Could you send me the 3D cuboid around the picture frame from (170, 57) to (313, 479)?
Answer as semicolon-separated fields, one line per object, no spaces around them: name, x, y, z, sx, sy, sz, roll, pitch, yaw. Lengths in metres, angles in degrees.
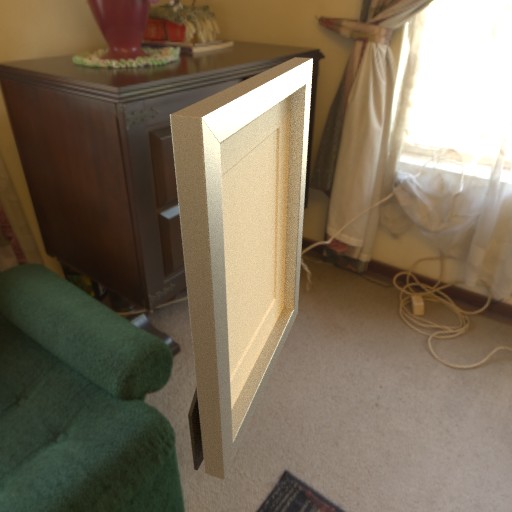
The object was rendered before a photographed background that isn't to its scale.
picture frame;0.000;0.000;0.511;0.036;0.386;0.307;10;32;17
